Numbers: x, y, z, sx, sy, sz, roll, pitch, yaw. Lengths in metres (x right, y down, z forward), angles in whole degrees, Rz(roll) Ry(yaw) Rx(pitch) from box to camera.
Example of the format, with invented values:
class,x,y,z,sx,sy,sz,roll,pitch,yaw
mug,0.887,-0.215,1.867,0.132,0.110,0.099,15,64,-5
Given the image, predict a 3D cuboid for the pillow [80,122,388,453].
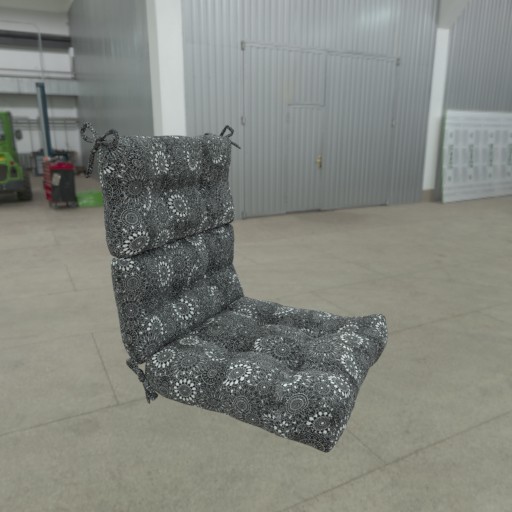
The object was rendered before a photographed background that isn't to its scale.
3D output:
class,x,y,z,sx,sy,sz,roll,pitch,yaw
pillow,0.000,0.000,1.049,0.571,0.605,0.519,8,17,26
